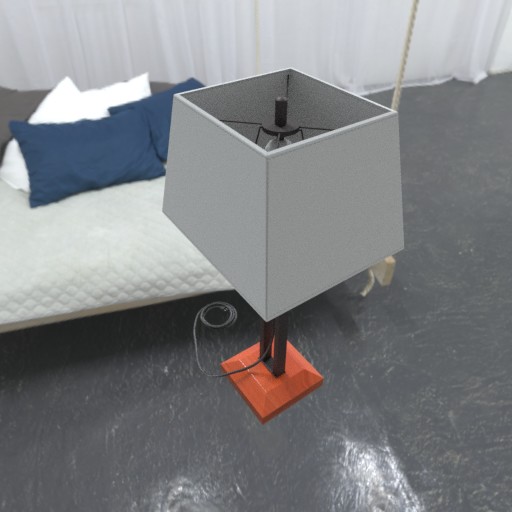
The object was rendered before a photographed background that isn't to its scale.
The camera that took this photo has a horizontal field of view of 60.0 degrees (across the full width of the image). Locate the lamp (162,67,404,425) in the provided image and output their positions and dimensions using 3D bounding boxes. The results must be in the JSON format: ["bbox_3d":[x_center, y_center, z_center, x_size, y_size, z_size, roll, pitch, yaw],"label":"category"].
[{"bbox_3d":[0.000,0.000,0.964,0.310,0.737,0.498,-24,46,-26],"label":"lamp"}]
